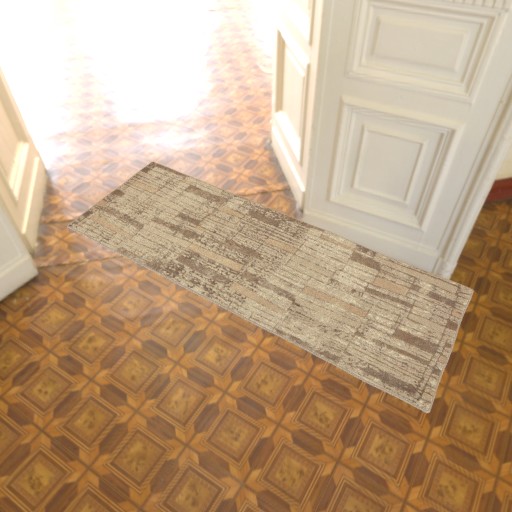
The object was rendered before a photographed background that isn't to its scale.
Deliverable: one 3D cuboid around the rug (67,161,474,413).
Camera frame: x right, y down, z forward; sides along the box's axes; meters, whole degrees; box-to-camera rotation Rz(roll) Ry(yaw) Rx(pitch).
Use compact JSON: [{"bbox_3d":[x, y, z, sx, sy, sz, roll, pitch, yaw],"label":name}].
[{"bbox_3d":[0.000,0.000,2.697,2.383,0.018,0.857,24,51,21],"label":"rug"}]
